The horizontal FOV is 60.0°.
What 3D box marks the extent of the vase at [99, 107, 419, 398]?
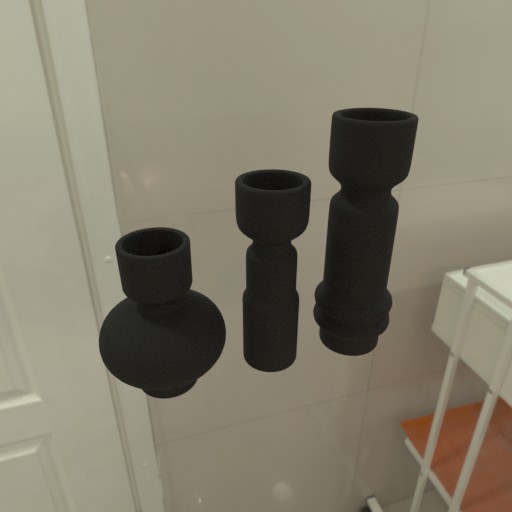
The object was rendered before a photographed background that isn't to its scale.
[{"bbox_3d":[0.000,0.000,0.421,0.307,0.249,0.120,-9,29,-16],"label":"vase"}]
